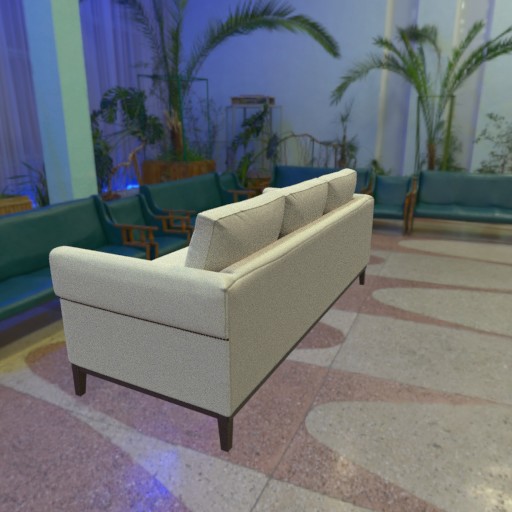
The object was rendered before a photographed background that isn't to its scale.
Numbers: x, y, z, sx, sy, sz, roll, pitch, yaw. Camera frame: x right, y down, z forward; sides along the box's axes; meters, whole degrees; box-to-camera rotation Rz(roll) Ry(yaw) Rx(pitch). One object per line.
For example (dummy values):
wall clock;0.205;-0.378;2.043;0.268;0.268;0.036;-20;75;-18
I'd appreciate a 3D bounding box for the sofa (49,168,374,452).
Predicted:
sofa;0.000;0.000;2.680;0.902;0.911;2.198;8;19;26
